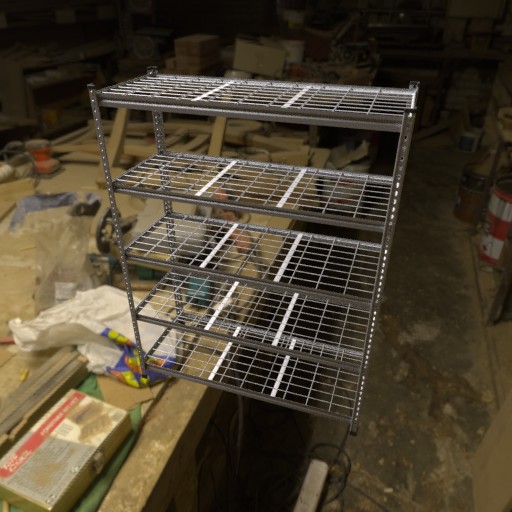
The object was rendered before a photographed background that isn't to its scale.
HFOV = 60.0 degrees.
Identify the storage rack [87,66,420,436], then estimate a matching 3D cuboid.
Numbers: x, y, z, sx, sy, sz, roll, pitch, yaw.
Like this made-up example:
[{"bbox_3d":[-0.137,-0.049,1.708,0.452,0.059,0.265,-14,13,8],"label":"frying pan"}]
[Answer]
[{"bbox_3d":[0.000,0.000,2.689,1.524,1.981,0.610,10,33,16],"label":"storage rack"}]
